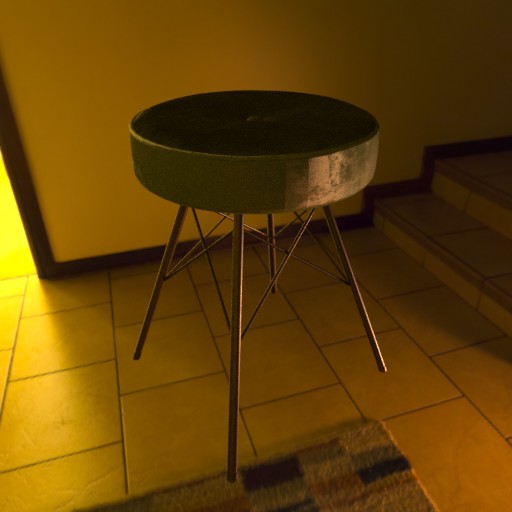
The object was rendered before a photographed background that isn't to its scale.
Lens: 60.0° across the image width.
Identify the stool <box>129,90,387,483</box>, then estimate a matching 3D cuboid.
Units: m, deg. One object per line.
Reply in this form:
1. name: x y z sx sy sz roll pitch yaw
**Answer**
1. stool: 0.000 0.000 0.915 0.457 0.595 0.430 -22 38 -32
